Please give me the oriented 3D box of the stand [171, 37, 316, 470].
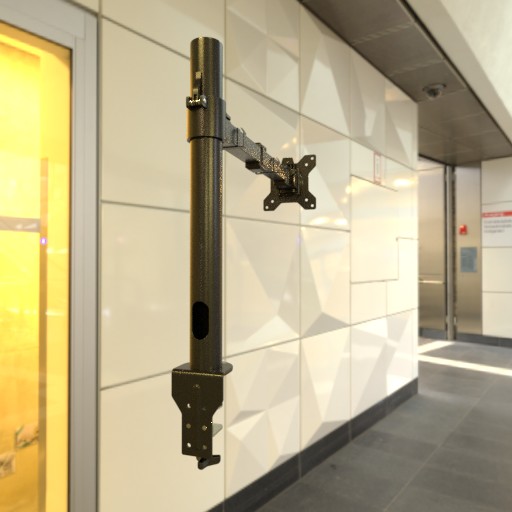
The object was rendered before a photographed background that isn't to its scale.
[{"bbox_3d":[0.000,0.000,0.721,0.115,0.510,0.456,0,-1,18],"label":"stand"}]
